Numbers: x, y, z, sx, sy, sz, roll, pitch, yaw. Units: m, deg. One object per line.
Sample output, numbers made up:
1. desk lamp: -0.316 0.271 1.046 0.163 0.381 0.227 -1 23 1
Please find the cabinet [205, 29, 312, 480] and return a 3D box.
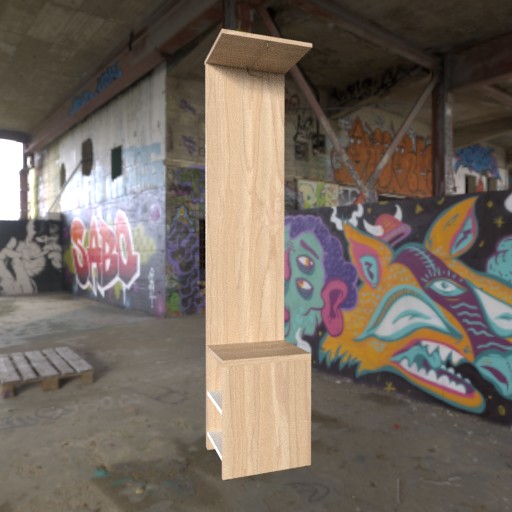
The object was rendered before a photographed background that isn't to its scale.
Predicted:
1. cabinet: 0.000 0.000 2.064 0.411 1.879 0.338 0 1 -19
